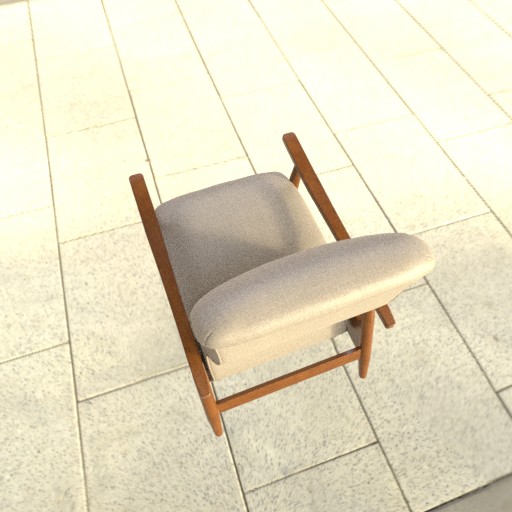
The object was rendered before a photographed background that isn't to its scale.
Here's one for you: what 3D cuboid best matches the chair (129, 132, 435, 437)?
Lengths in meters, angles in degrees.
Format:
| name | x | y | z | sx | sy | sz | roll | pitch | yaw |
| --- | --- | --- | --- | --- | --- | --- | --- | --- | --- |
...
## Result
| name | x | y | z | sx | sy | sz | roll | pitch | yaw |
| --- | --- | --- | --- | --- | --- | --- | --- | --- | --- |
| chair | 0.000 | 0.000 | 1.756 | 0.762 | 1.082 | 1.032 | -18 | 59 | -11 |
